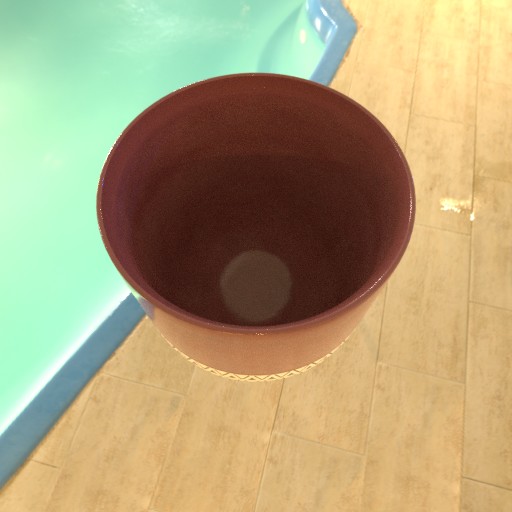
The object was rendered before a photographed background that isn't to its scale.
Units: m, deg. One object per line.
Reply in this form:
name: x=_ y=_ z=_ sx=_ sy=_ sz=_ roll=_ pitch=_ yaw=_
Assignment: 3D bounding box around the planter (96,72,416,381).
planter: x=0.000 y=0.000 z=0.491 sx=0.266 sy=0.270 sz=0.266 roll=0 pitch=62 yaw=0
